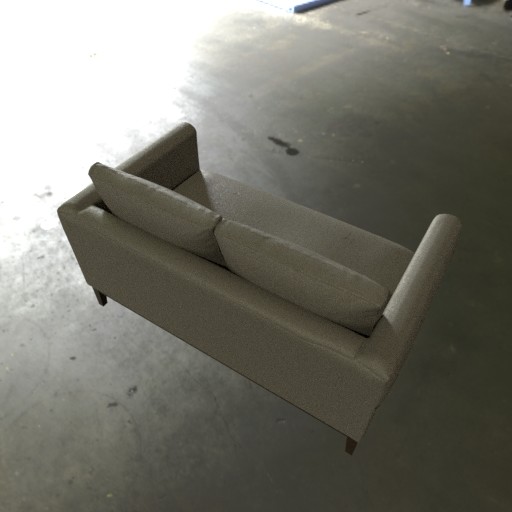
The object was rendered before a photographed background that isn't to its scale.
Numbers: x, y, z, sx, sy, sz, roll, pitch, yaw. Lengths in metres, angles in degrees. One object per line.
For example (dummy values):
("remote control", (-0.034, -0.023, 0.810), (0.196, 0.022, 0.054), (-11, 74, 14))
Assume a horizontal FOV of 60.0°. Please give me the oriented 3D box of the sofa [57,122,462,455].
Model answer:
("sofa", (0.000, 0.000, 2.130), (1.598, 0.873, 0.899), (25, 51, 22))
